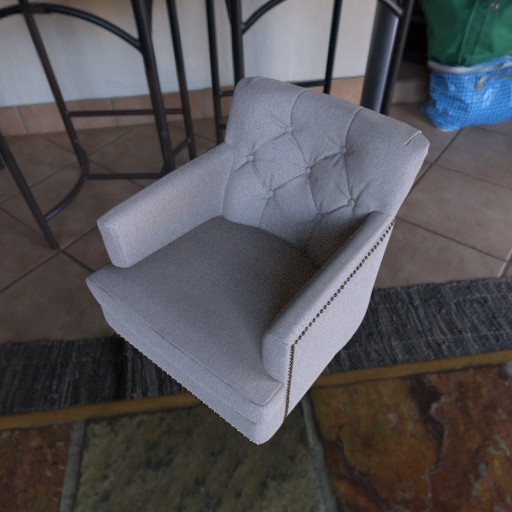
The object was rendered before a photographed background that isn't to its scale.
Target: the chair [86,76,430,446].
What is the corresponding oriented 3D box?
[{"bbox_3d":[0.000,0.000,1.508,0.737,0.823,0.902,30,52,26],"label":"chair"}]
